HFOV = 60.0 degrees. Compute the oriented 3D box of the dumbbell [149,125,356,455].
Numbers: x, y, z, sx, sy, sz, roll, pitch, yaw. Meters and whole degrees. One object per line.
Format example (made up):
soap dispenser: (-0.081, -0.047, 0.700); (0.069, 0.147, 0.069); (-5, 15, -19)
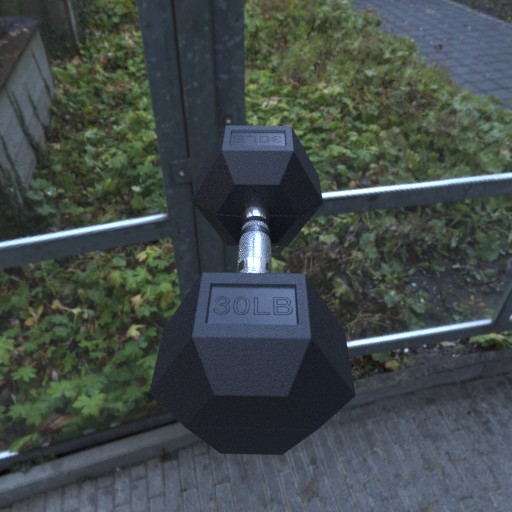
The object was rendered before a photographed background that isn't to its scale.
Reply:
dumbbell: (0.000, 0.000, 0.412); (0.142, 0.123, 0.337); (1, 41, 1)
